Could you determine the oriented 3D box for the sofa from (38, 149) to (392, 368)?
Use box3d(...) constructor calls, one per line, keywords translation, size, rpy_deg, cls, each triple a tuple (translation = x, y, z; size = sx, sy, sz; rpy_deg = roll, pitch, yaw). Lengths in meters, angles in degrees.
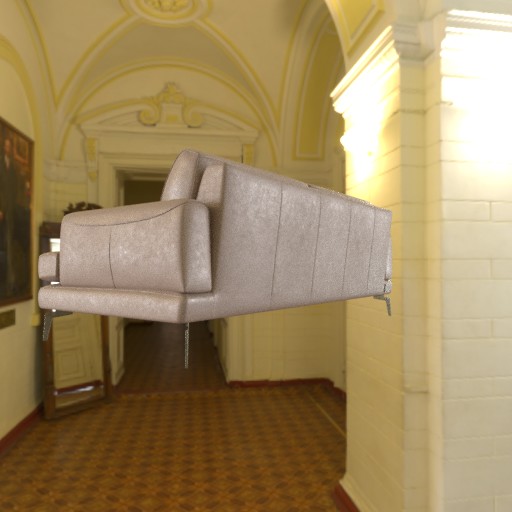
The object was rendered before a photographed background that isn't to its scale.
box3d(translation=(0.000, 0.000, 2.426), size=(0.974, 0.765, 1.940), rpy_deg=(-1, -2, 36), cls="sofa")
